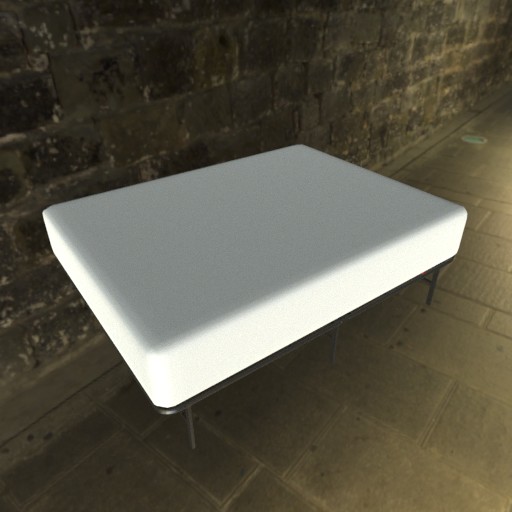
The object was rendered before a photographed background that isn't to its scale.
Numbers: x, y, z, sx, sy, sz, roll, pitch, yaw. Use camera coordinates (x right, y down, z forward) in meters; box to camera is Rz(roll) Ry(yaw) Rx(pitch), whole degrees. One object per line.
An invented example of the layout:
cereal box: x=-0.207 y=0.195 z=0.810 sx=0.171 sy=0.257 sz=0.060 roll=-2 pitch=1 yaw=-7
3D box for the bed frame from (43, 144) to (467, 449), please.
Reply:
bed frame: x=0.000 y=0.000 z=2.765 sx=2.037 sy=0.677 sz=1.528 roll=-21 pitch=38 yaw=-30
